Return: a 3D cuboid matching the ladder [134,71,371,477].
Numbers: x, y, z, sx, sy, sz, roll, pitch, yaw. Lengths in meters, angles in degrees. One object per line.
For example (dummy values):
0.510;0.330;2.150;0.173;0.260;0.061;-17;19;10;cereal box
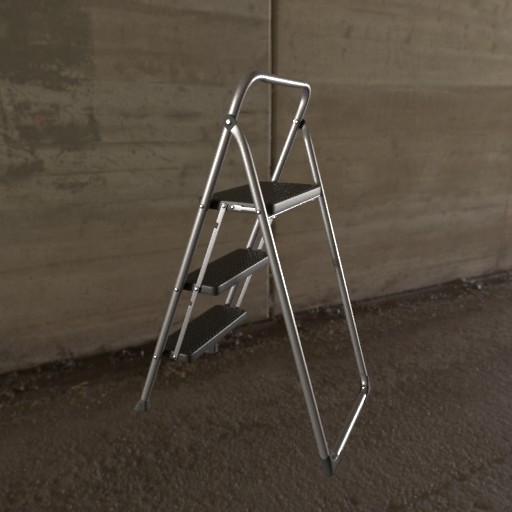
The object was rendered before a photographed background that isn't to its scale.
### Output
0.000;0.000;1.260;0.629;0.945;0.430;8;19;26;ladder
